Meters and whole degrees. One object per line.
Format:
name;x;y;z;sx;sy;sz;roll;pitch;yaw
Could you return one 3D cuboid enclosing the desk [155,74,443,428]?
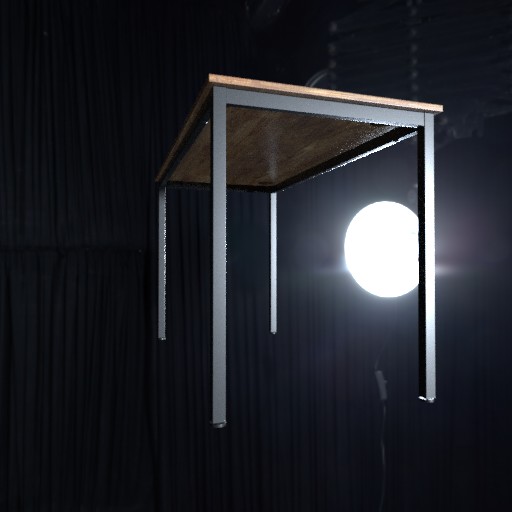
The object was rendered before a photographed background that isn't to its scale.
desk;0.000;0.000;1.587;0.600;0.749;1.200;0;-1;-18
